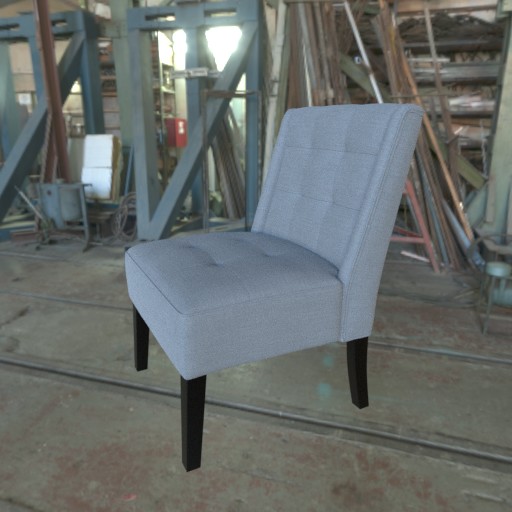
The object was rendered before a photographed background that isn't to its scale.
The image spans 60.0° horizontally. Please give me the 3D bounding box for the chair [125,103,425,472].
[{"bbox_3d":[0.000,0.000,1.307,0.676,0.853,0.569,-9,19,-26],"label":"chair"}]
